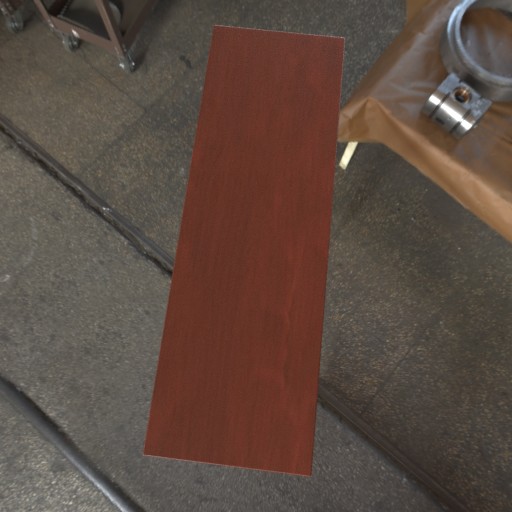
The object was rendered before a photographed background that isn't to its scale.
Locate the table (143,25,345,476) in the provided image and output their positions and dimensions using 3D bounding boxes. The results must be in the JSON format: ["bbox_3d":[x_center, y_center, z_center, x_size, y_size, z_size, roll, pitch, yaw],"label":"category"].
[{"bbox_3d":[0.000,0.000,1.515,0.392,0.739,1.188,6,76,2],"label":"table"}]
